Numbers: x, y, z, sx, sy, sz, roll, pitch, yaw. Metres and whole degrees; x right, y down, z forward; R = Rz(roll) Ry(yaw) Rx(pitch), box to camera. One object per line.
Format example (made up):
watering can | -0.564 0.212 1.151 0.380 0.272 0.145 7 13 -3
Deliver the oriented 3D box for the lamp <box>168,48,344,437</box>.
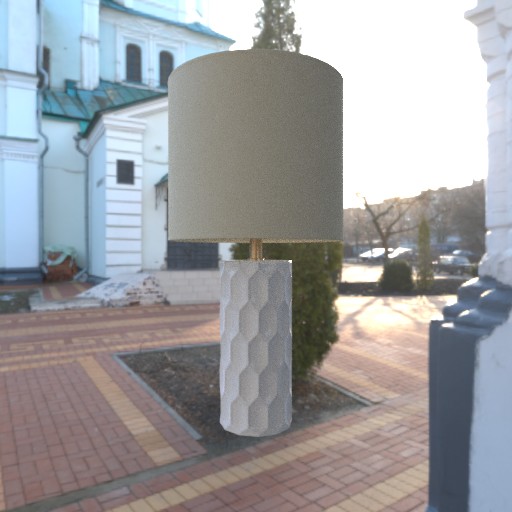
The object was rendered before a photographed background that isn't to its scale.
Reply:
lamp | 0.000 0.000 0.711 0.277 0.537 0.277 0 1 -19
